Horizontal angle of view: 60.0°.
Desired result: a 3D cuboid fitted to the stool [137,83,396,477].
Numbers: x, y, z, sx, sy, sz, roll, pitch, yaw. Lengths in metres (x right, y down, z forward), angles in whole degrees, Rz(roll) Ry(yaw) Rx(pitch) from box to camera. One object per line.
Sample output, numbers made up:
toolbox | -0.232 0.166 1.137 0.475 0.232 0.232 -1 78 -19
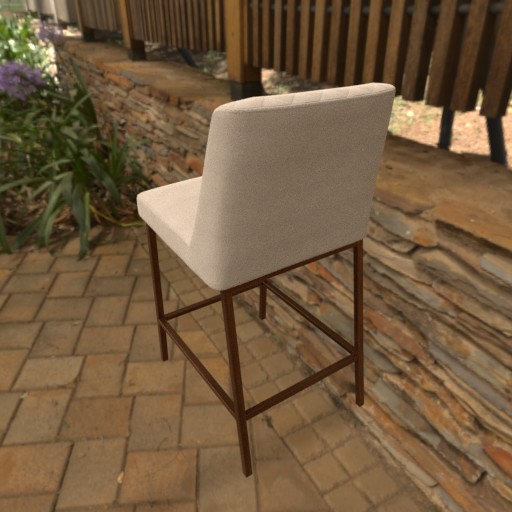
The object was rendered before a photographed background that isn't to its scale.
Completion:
stool | 0.000 0.000 1.287 0.507 0.973 0.576 -18 34 -29
